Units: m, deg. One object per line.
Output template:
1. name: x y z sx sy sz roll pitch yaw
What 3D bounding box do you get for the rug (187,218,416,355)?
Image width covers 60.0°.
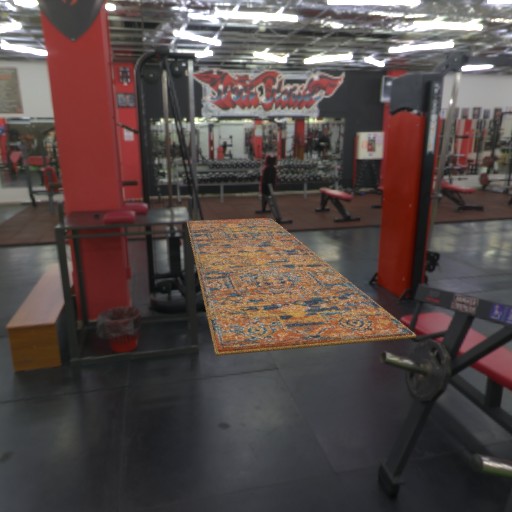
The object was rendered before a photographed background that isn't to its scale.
1. rug: 0.000 0.000 2.028 0.556 0.013 1.820 -3 15 -10
